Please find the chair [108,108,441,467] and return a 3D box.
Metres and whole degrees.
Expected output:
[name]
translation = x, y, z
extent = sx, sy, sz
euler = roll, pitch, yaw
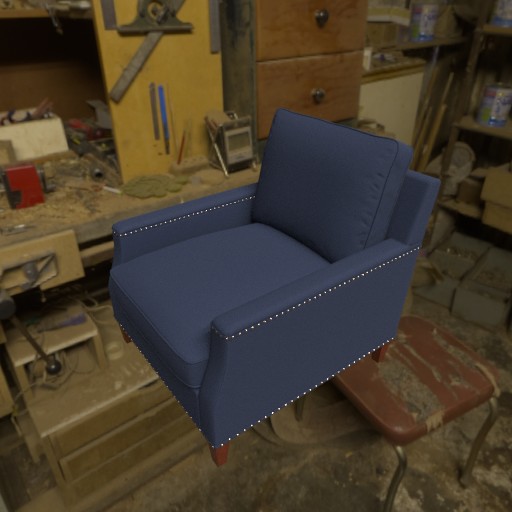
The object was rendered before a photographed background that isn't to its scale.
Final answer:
[chair]
translation = 0.000, 0.000, 1.754
extent = 1.014, 0.943, 0.853
euler = -21, 36, -31
